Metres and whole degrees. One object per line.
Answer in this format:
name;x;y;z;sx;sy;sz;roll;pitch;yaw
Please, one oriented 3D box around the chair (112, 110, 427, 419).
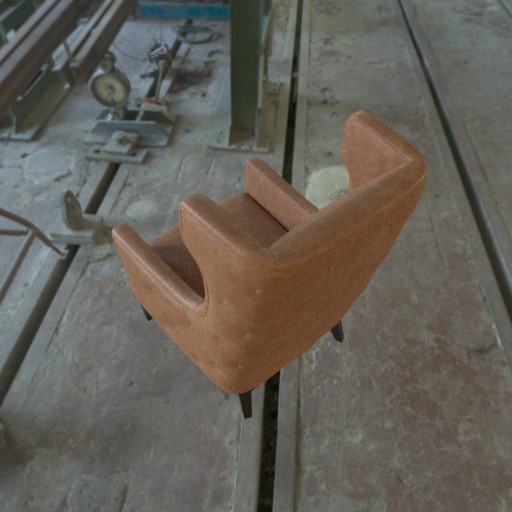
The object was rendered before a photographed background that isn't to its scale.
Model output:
chair;0.000;0.000;1.683;0.766;1.079;0.899;-32;55;-26
